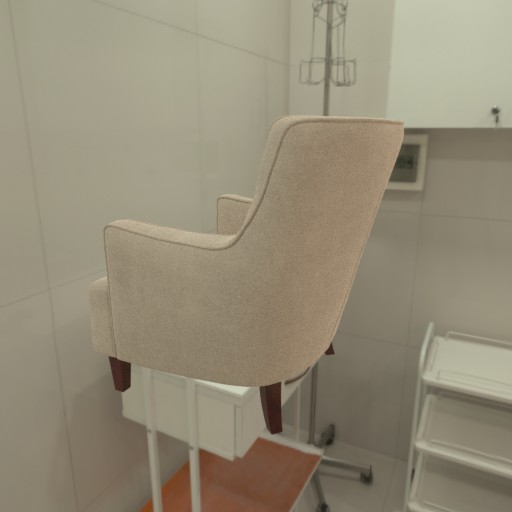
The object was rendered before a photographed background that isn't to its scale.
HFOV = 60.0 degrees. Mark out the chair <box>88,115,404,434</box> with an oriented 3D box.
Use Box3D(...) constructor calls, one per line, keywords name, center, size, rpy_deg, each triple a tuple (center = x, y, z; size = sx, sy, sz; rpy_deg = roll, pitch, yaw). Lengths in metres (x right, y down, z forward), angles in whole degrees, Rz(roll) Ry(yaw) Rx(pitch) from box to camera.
Box3D(name="chair", center=(0.000, 0.000, 1.559), size=(0.910, 0.920, 0.781), rpy_deg=(8, 17, 25))
